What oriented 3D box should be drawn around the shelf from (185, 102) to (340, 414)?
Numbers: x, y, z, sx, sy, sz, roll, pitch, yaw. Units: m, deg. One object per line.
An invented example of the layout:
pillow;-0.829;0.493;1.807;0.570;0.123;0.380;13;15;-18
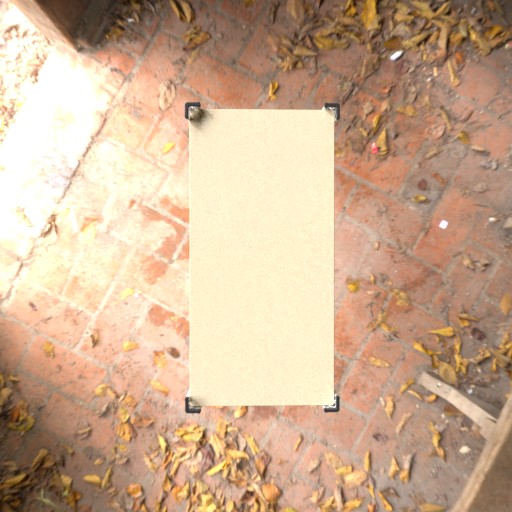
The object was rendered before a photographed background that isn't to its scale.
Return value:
shelf;0.000;0.000;2.216;0.457;1.829;0.914;0;90;-1
